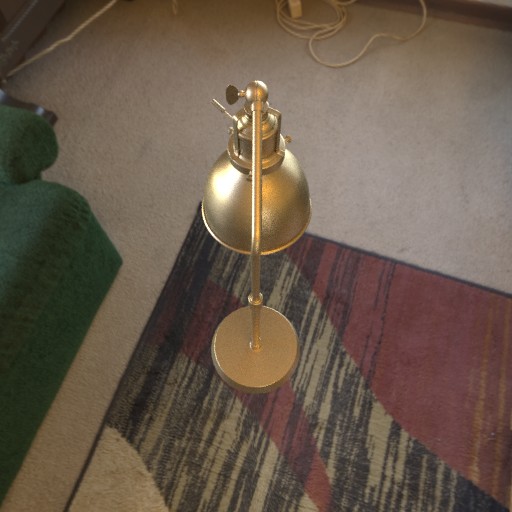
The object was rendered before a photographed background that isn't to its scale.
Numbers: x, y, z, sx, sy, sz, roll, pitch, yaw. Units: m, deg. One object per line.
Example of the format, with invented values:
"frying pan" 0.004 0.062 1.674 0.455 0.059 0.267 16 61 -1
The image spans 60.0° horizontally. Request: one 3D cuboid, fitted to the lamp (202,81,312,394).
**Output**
"lamp" 0.000 0.000 0.589 0.153 0.456 0.286 0 64 0
